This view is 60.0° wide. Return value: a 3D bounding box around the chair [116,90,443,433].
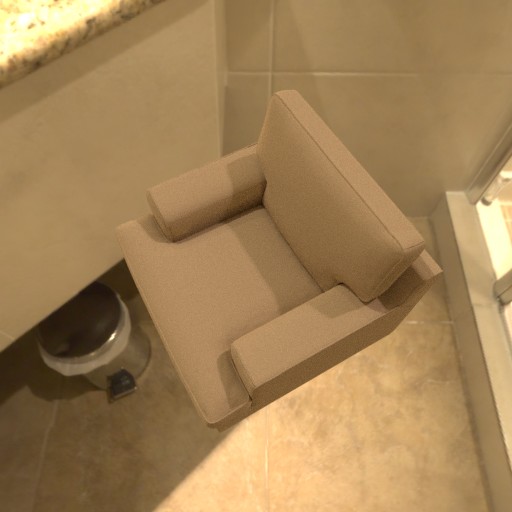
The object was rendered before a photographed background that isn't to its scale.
[{"bbox_3d":[0.000,0.000,2.191,1.274,1.005,1.293,-33,66,-17],"label":"chair"}]
